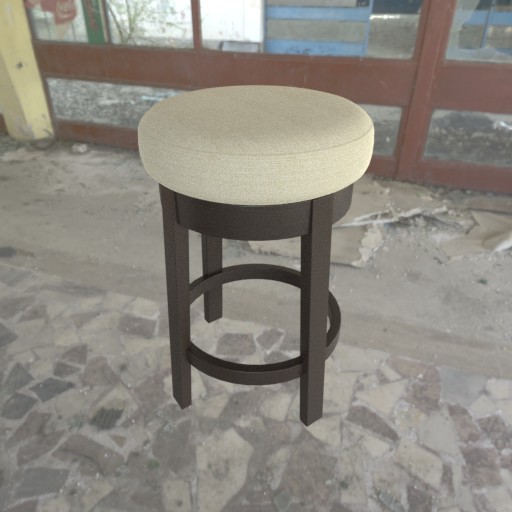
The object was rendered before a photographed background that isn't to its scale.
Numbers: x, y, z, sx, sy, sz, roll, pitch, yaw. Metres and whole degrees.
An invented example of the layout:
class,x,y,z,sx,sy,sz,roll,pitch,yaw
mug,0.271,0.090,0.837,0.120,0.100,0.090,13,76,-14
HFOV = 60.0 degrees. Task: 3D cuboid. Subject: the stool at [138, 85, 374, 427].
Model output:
class,x,y,z,sx,sy,sz,roll,pitch,yaw
stool,0.000,0.000,0.970,0.449,0.655,0.449,0,32,0
